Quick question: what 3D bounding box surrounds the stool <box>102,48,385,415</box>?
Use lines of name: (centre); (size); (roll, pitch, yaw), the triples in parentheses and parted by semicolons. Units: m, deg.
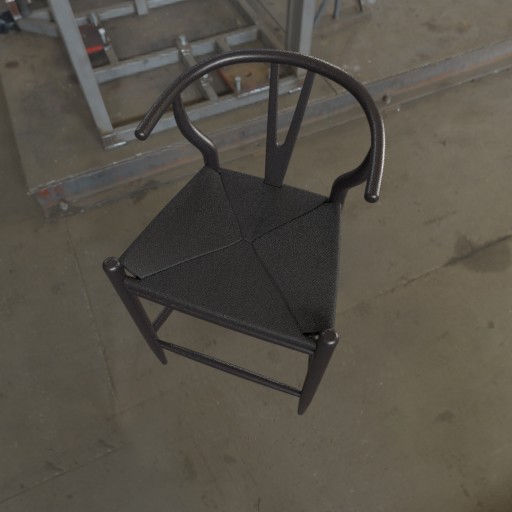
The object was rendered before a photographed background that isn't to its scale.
stool: (0.000, 0.000, 1.315); (0.569, 0.970, 0.579); (17, 60, 10)
